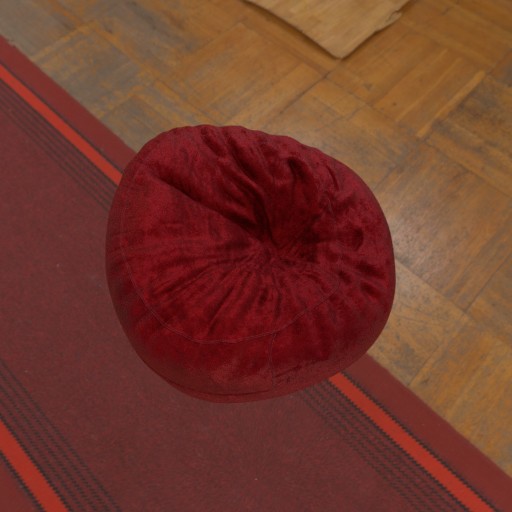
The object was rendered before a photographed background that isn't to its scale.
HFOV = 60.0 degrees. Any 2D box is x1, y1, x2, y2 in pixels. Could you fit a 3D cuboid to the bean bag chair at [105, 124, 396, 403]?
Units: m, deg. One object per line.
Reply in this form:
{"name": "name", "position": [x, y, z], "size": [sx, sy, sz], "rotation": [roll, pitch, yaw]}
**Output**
{"name": "bean bag chair", "position": [0.000, 0.000, 2.443], "size": [1.524, 0.878, 1.524], "rotation": [-1, 63, -1]}
